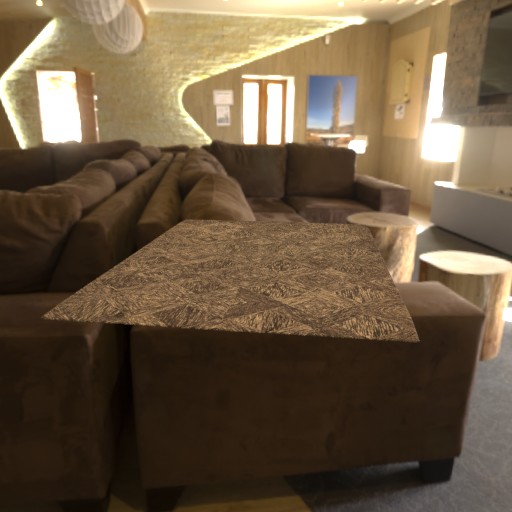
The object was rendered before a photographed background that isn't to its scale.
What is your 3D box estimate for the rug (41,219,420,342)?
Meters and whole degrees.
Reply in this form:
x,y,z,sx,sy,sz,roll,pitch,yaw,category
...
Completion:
x,y,z,sx,sy,sz,roll,pitch,yaw,category
0.000,0.000,5.333,2.997,0.020,4.093,2,16,8,rug
